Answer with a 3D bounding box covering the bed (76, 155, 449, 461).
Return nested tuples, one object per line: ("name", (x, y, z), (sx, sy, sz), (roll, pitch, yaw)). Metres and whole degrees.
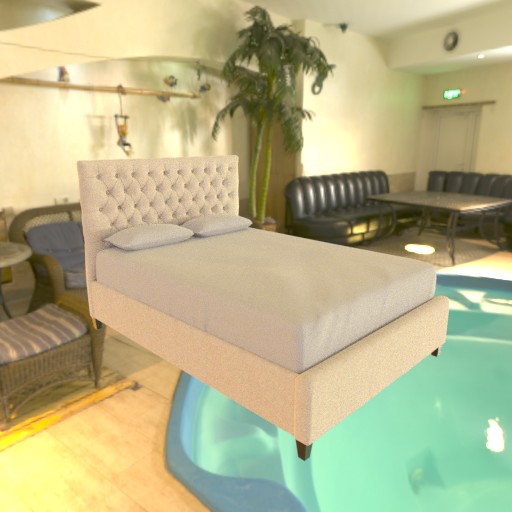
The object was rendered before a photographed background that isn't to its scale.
("bed", (0.000, 0.000, 3.426), (2.387, 1.427, 1.698), (14, 21, 43))
